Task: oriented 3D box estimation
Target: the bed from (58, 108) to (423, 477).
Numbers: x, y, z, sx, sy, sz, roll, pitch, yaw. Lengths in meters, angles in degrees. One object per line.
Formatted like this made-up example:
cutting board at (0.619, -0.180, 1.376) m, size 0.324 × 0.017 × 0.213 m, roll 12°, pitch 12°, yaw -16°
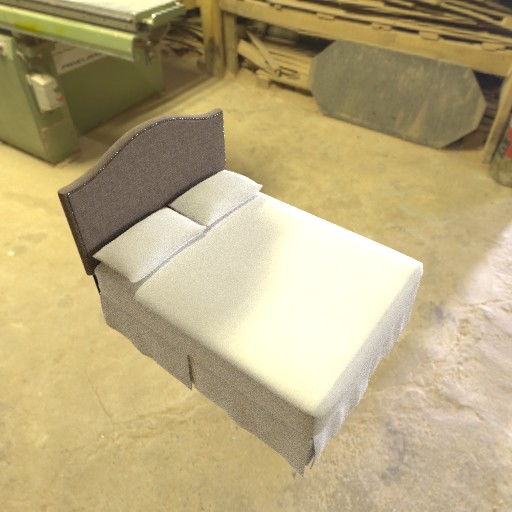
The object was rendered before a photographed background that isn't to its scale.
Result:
bed at (0.000, 0.000, 3.313) m, size 2.153 × 1.518 × 1.713 m, roll 27°, pitch 49°, yaw 27°
